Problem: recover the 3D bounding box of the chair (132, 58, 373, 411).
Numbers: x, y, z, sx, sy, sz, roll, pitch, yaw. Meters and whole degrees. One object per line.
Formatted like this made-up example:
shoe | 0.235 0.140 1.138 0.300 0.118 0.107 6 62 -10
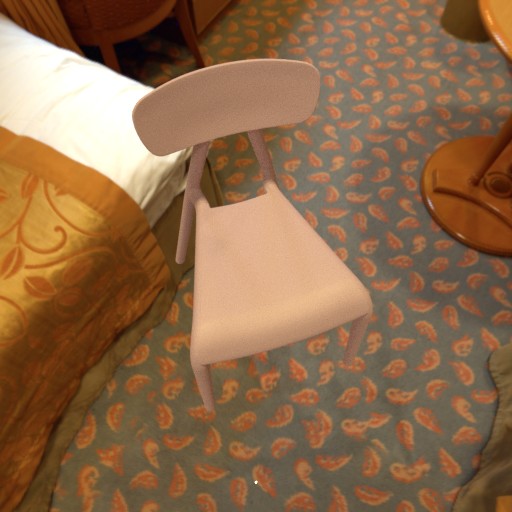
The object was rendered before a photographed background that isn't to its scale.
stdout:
chair | 0.000 0.000 0.840 0.356 0.580 0.401 -16 64 -8
